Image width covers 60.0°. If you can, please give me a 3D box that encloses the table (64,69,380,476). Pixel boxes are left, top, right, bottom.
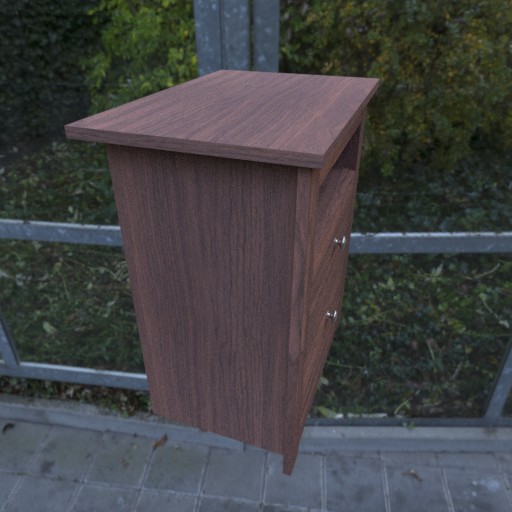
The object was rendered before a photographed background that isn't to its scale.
[{"bbox_3d":[0.000,0.000,1.035,0.406,0.711,0.589,11,33,17],"label":"table"}]
